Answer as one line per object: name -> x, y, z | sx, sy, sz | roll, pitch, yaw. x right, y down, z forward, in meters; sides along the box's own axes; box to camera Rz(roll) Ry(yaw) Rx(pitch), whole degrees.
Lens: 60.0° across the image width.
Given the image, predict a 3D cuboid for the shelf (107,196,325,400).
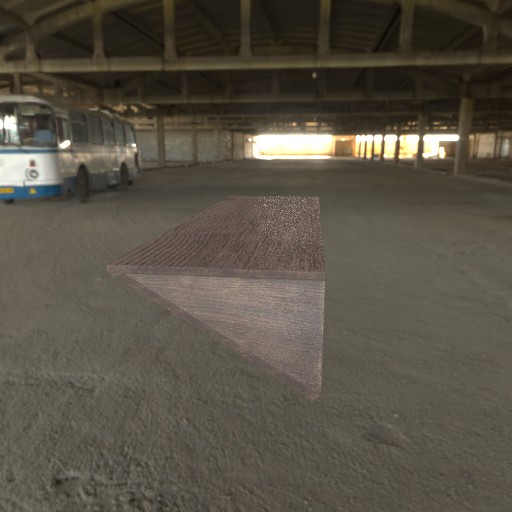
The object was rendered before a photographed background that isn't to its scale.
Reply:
shelf -> 0.000, 0.000, 0.706 | 0.200, 0.125, 0.610 | 2, 14, 7
